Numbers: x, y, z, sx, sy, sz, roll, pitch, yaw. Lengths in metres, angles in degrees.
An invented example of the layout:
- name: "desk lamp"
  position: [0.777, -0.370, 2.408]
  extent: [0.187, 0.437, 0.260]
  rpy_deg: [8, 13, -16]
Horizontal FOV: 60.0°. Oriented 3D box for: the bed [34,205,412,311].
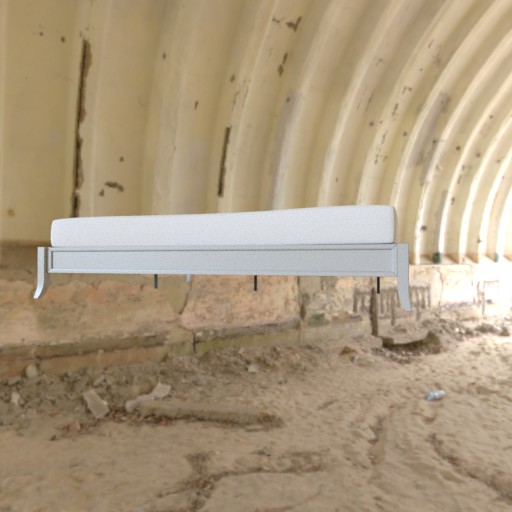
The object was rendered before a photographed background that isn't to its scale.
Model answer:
- name: "bed"
  position: [0.000, 0.000, 3.243]
  extent: [2.108, 0.510, 2.007]
  rpy_deg: [0, 0, 18]
